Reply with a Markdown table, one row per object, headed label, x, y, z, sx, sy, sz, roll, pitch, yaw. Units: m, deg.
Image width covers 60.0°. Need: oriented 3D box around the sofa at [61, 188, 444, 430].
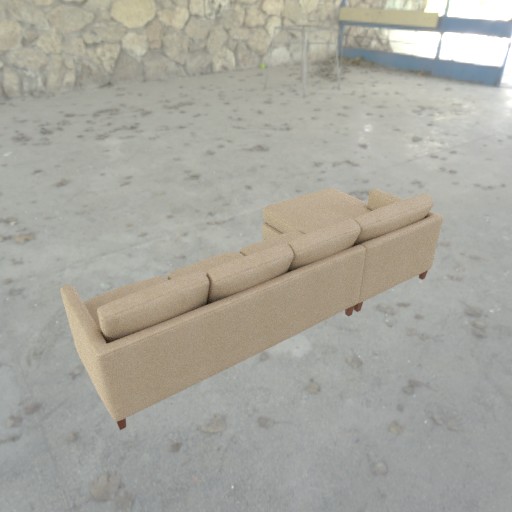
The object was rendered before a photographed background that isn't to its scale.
| label | x | y | z | sx | sy | sz | roll | pitch | yaw |
| --- | --- | --- | --- | --- | --- | --- | --- | --- | --- |
| sofa | 0.000 | 0.000 | 3.894 | 3.201 | 0.876 | 1.502 | -20 | 36 | -29 |
